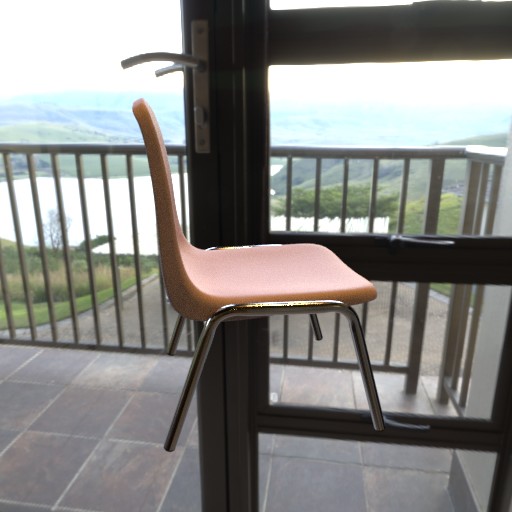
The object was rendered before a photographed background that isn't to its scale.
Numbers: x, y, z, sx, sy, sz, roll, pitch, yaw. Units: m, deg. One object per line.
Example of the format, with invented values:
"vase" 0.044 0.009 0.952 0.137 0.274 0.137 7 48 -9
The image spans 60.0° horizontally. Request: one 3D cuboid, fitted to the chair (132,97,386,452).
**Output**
"chair" 0.000 0.000 0.804 0.385 0.536 0.354 -3 17 -10
